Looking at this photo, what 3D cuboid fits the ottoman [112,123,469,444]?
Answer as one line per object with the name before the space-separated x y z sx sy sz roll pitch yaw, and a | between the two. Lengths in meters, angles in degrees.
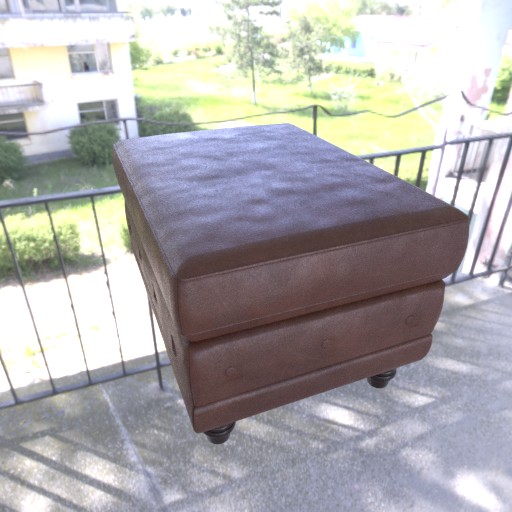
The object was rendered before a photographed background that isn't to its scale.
ottoman | 0.000 0.000 1.167 0.588 0.509 0.795 -12 32 -19
